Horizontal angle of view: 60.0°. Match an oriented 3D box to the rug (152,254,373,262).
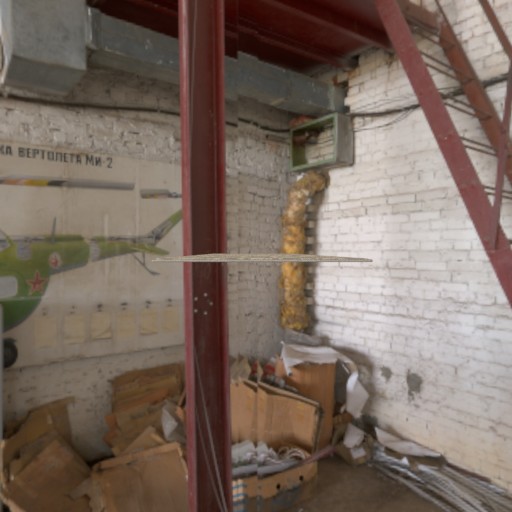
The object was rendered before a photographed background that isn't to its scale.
[{"bbox_3d":[0.000,0.000,2.419,0.662,0.011,2.196,0,1,-1],"label":"rug"}]
